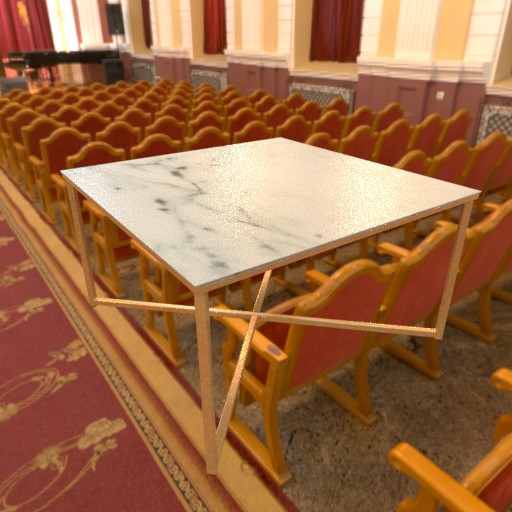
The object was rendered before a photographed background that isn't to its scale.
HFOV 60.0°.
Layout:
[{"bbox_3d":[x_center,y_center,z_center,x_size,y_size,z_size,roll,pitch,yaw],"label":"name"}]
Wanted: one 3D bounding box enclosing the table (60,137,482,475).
[{"bbox_3d":[0.000,0.000,1.279,0.800,0.450,0.800,-18,31,-31],"label":"table"}]
